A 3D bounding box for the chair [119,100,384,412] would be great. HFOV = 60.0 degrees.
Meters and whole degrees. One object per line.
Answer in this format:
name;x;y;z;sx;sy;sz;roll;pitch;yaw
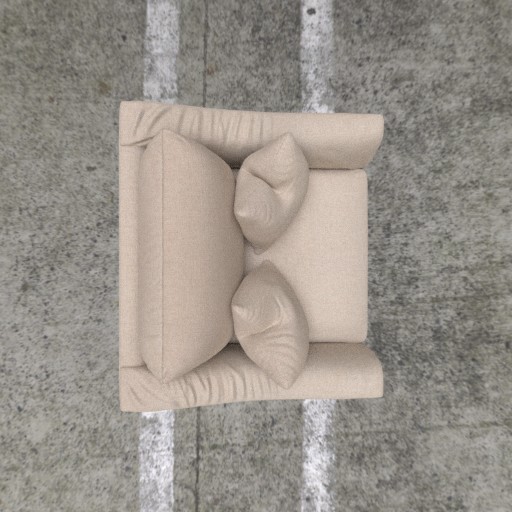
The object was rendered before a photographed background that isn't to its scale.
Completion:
chair;0.000;0.000;2.010;1.071;1.093;1.194;0;90;-2
